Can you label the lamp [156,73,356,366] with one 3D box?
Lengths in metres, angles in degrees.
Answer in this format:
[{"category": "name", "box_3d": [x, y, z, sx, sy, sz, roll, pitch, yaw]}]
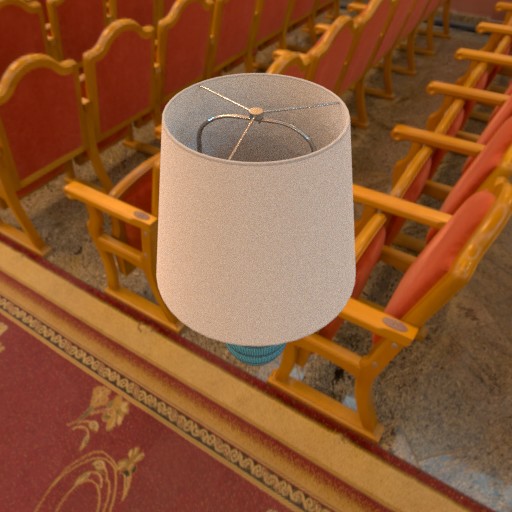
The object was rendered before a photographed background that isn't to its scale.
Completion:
[{"category": "lamp", "box_3d": [0.000, 0.000, 0.564, 0.254, 0.392, 0.254, 0, 45, 0]}]
